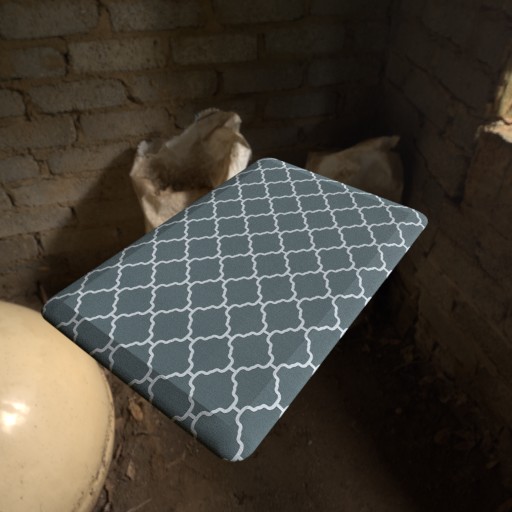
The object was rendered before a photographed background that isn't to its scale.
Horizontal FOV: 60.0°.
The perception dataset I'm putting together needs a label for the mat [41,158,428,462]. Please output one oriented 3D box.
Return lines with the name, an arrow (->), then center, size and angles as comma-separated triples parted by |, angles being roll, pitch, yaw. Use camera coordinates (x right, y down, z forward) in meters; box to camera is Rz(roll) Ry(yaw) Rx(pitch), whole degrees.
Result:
mat -> 0.000, 0.000, 0.967 | 0.508, 0.021, 0.762 | 27, 48, 27
